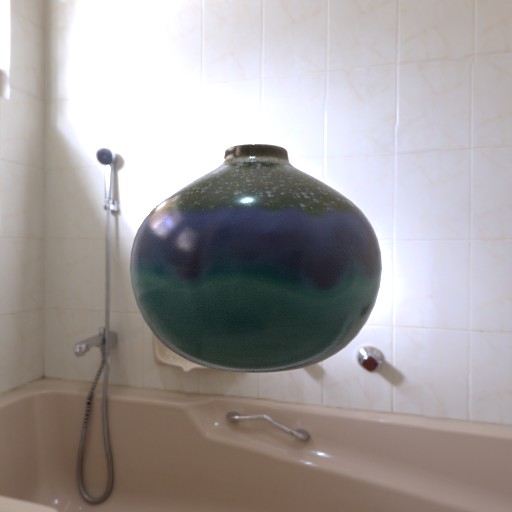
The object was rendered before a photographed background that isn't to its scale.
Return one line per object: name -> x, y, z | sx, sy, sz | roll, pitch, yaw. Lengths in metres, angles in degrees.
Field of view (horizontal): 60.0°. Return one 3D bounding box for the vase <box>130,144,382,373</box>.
vase -> 0.000, 0.000, 0.281 | 0.154, 0.133, 0.154 | 0, 1, 0
